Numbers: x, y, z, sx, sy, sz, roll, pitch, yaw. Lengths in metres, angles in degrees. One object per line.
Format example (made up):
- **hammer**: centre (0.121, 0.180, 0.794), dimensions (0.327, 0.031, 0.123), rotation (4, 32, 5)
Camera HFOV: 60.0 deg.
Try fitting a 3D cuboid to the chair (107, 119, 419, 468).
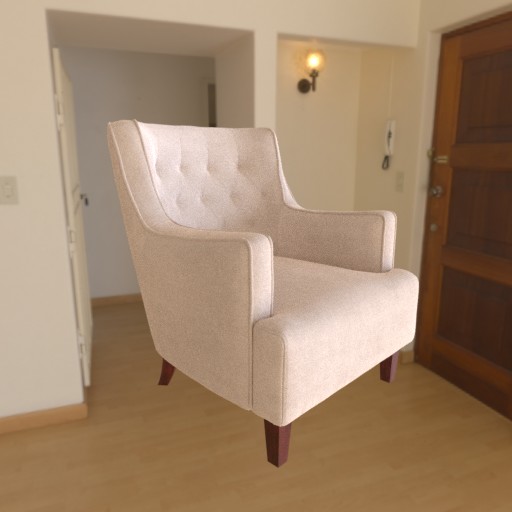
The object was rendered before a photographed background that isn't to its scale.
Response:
- **chair**: centre (0.000, 0.000, 1.567), dimensions (0.910, 0.920, 0.781), rotation (12, 18, 42)
